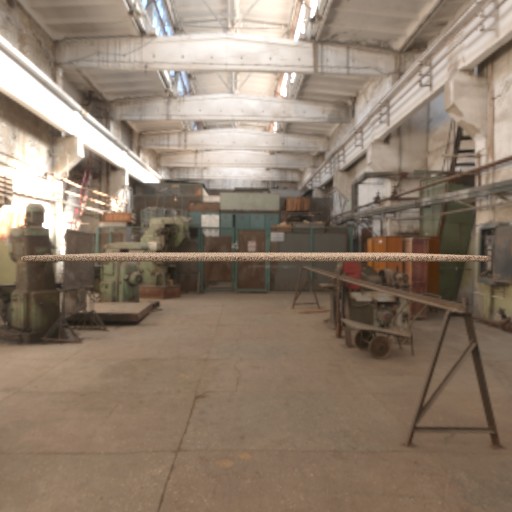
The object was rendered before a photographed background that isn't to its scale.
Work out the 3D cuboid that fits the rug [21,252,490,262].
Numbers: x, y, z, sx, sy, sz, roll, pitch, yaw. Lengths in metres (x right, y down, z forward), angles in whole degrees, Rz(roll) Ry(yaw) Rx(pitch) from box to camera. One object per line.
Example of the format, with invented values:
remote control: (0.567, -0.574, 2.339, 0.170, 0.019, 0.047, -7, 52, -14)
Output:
rug: (0.000, 0.000, 3.049, 2.438, 0.030, 1.524, 0, 1, 1)
